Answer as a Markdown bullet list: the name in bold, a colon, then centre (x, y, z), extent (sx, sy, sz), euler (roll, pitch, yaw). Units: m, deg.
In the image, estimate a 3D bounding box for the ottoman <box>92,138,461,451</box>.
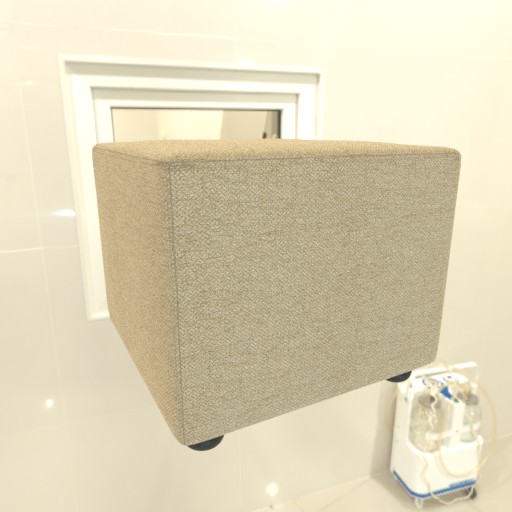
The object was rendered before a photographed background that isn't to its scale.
- **ottoman**: centre (0.000, 0.000, 0.852), extent (0.508, 0.432, 0.508), euler (-8, 18, -27)
